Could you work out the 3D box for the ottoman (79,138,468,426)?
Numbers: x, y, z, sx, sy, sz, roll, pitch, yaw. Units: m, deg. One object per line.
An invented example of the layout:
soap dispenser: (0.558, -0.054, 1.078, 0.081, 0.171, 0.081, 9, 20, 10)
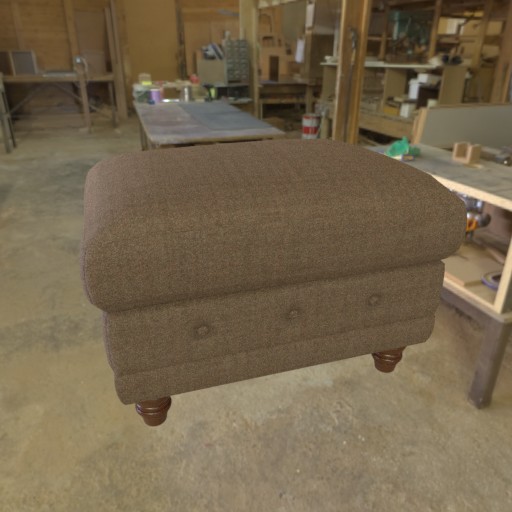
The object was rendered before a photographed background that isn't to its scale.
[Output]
ottoman: (0.000, 0.000, 1.168, 0.809, 0.555, 0.599, -8, 26, -16)
